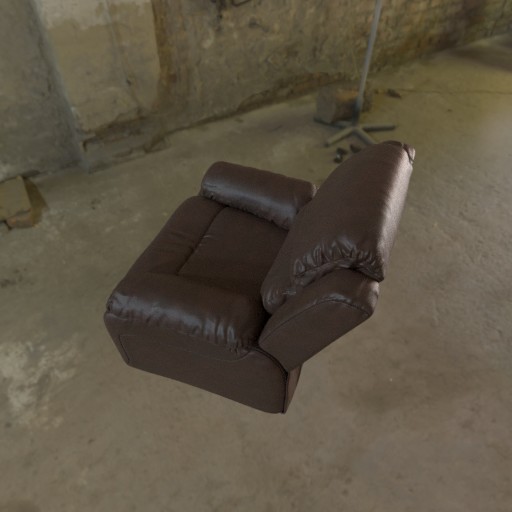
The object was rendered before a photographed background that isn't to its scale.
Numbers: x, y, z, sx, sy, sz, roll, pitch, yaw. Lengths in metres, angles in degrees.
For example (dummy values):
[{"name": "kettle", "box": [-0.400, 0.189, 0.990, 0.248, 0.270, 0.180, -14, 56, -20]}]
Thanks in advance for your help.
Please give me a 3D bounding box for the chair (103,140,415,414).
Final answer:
[{"name": "chair", "box": [0.000, 0.000, 1.286, 0.707, 0.702, 0.680, 16, 49, 15]}]
